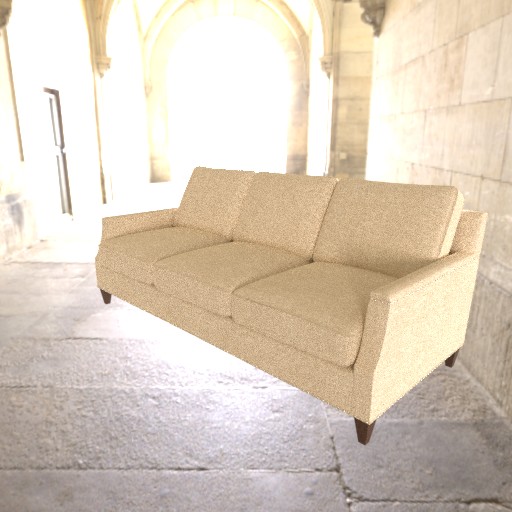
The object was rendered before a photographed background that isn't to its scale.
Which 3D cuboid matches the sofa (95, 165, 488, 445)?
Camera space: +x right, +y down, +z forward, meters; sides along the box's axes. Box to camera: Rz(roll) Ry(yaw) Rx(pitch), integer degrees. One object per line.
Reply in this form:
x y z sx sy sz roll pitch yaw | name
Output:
0.000 0.000 2.672 2.210 0.940 1.041 15 21 43 | sofa
